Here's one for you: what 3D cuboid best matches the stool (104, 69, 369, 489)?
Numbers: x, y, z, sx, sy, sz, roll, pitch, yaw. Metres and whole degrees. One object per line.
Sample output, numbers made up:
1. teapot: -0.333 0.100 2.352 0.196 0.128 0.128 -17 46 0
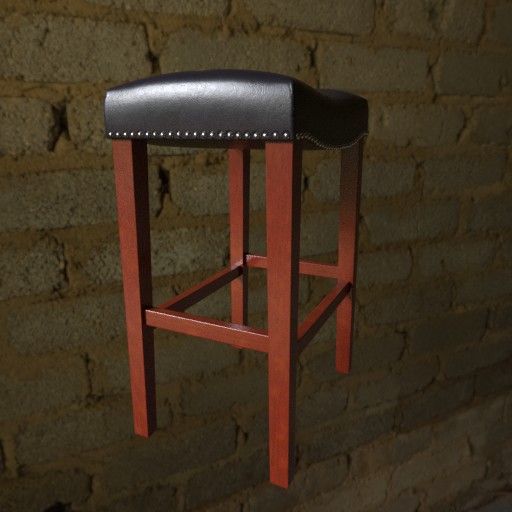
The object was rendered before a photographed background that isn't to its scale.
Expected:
1. stool: 0.000 0.000 1.009 0.372 0.742 0.504 8 18 25
